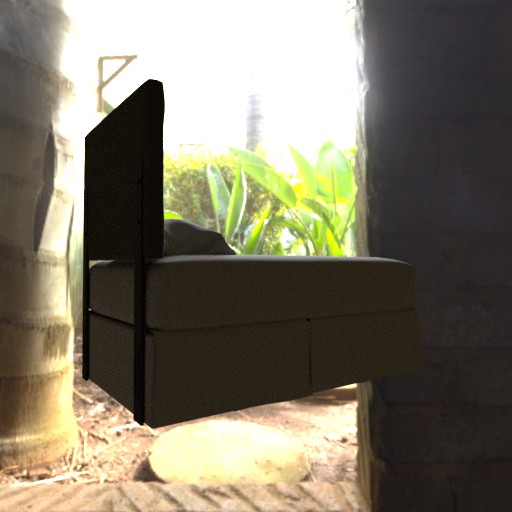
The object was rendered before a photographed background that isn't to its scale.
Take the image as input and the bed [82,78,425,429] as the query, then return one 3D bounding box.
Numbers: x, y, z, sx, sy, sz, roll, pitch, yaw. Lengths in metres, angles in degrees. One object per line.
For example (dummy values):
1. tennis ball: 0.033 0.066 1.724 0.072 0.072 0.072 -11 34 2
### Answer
1. bed: 0.000 0.000 2.989 1.997 1.571 1.261 1 -1 -35
